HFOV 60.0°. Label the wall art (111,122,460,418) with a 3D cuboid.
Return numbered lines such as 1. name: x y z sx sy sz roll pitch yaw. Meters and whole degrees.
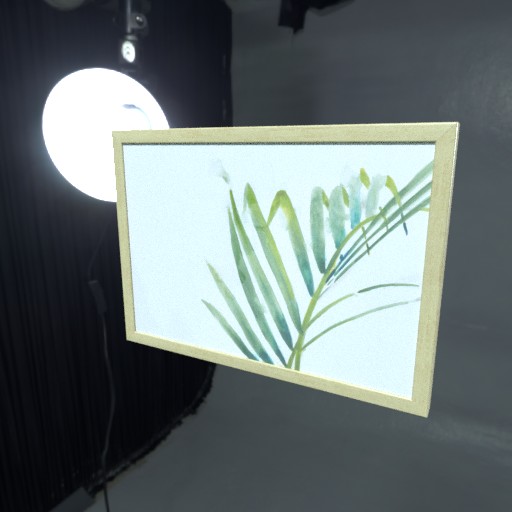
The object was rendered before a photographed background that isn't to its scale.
1. wall art: 0.000 0.000 0.681 0.533 0.381 0.032 7 16 27
